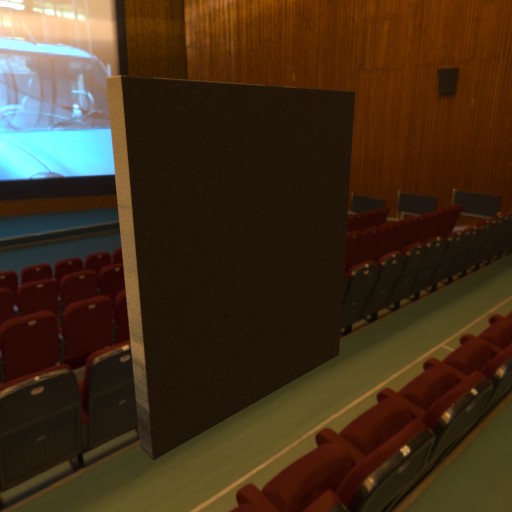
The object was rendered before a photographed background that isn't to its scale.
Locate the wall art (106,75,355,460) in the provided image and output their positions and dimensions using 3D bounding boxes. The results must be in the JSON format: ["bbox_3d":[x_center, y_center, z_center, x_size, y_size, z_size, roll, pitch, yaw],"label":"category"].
[{"bbox_3d":[0.000,0.000,0.711,0.435,0.511,0.037,-15,23,-41],"label":"wall art"}]
